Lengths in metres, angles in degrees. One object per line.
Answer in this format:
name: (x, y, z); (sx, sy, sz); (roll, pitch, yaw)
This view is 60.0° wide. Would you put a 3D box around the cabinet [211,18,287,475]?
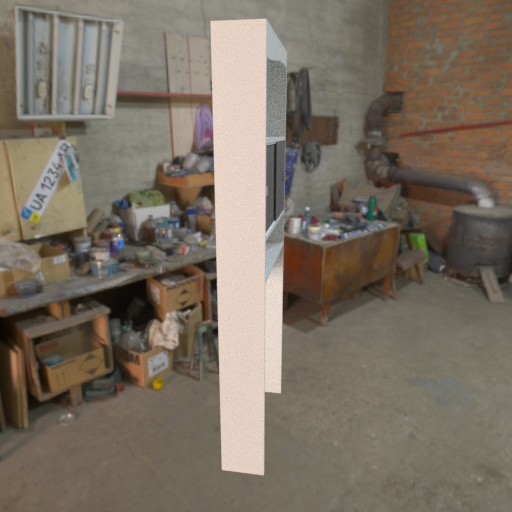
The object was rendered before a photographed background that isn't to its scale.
cabinet: (0.000, 0.000, 1.982); (0.192, 1.770, 0.643); (3, 16, 9)
